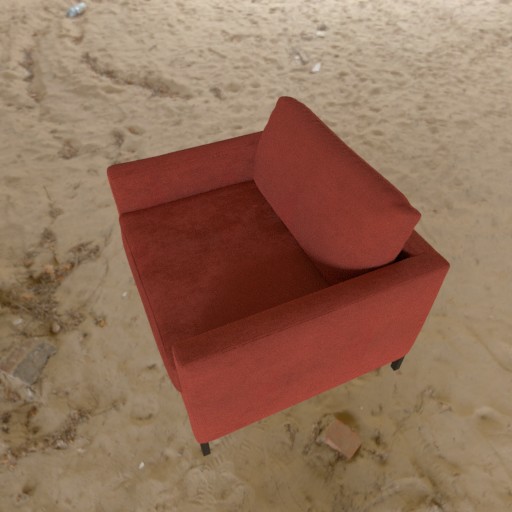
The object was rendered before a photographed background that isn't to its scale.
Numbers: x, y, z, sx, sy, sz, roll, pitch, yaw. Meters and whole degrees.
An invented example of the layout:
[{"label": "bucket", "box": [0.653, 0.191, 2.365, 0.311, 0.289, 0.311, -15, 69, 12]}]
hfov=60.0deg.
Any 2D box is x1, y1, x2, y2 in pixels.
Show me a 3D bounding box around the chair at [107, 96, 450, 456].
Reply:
[{"label": "chair", "box": [0.000, 0.000, 1.643, 0.875, 0.812, 0.964, -18, 49, -17]}]
